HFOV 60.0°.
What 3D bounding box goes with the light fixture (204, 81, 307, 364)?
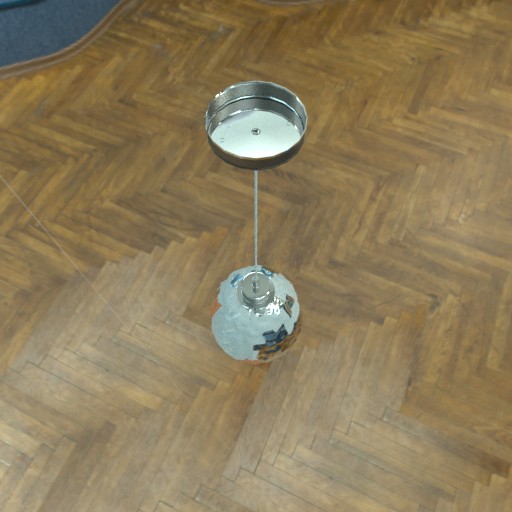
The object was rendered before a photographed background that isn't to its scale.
[{"bbox_3d":[0.000,0.000,1.761,0.496,1.511,0.500,-16,64,-8],"label":"light fixture"}]
